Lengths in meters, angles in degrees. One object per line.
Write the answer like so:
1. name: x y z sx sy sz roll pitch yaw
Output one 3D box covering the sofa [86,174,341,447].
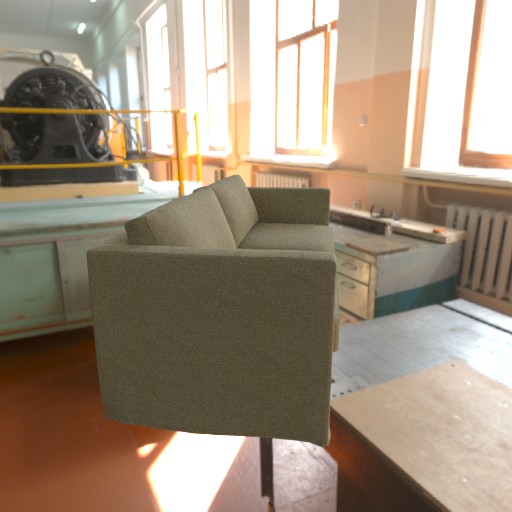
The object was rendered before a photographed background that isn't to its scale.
1. sofa: 0.000 0.000 2.704 0.956 0.847 2.296 2 15 8
